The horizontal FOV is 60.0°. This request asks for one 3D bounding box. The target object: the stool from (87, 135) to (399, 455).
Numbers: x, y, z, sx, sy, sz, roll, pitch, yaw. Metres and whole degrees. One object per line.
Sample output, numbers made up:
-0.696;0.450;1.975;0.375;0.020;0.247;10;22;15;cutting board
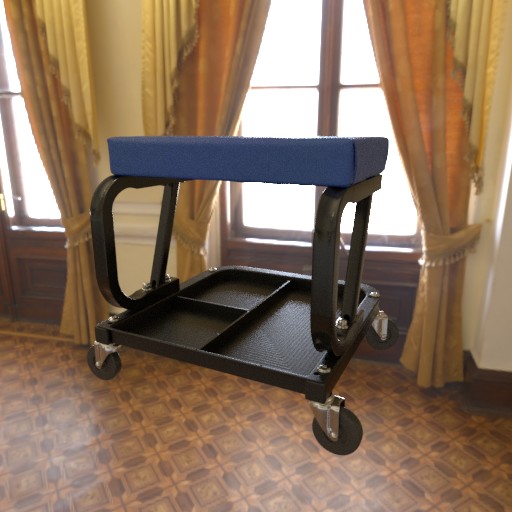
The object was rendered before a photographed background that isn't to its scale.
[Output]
0.000;0.000;0.727;0.446;0.380;0.371;8;17;25;stool
